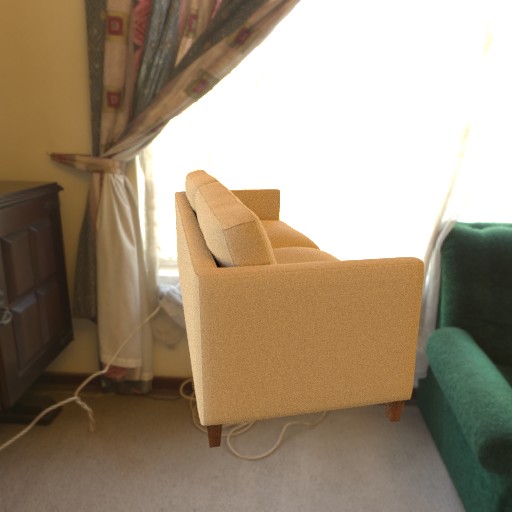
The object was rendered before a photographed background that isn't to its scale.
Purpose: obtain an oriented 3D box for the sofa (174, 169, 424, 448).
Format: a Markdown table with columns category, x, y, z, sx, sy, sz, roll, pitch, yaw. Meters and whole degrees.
| category | x | y | z | sx | sy | sz | roll | pitch | yaw |
| --- | --- | --- | --- | --- | --- | --- | --- | --- | --- |
| sofa | 0.000 | 0.000 | 2.843 | 0.951 | 0.968 | 2.361 | -3 | 16 | -11 |
